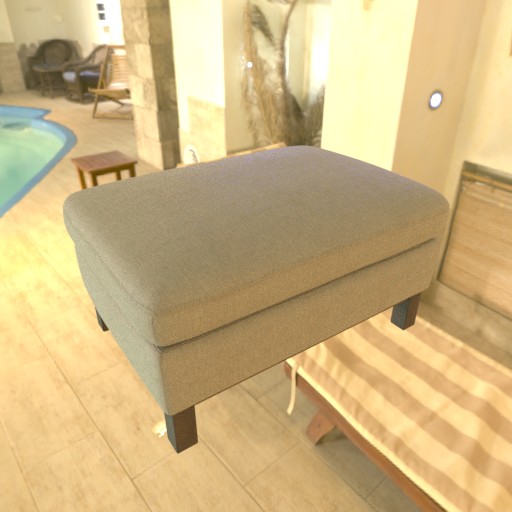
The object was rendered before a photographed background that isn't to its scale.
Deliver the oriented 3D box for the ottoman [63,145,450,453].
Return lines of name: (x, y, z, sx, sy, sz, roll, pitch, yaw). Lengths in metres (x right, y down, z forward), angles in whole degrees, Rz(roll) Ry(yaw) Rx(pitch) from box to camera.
ottoman: (0.000, 0.000, 1.045, 0.735, 0.404, 0.528, -19, 34, -30)
